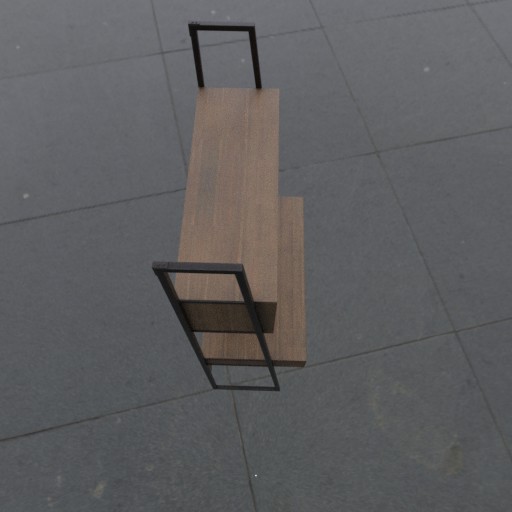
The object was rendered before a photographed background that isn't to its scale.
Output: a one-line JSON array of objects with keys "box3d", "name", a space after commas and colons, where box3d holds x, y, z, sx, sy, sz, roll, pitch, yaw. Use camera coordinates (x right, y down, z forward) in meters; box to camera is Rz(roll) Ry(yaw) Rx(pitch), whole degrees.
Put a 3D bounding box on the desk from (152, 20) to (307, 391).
[{"box3d": [0.000, 0.000, 2.177, 0.515, 1.809, 0.982, 2, 64, 1], "name": "desk"}]
